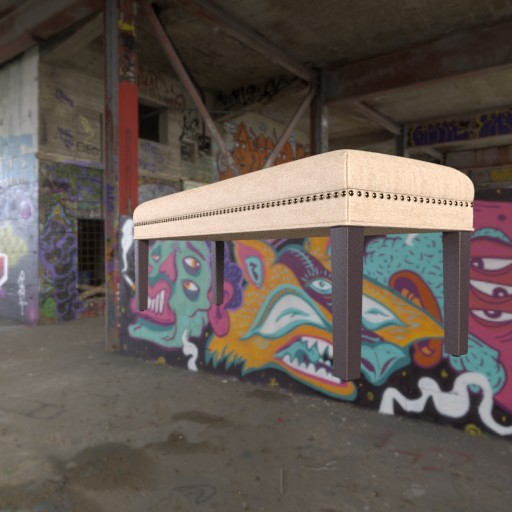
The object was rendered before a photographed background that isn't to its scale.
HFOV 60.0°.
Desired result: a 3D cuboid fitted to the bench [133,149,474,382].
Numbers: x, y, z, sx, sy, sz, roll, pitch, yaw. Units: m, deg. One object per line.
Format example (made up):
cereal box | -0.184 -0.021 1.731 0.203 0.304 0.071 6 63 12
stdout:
bench | 0.000 0.000 1.417 0.410 0.457 1.219 0 1 -33
